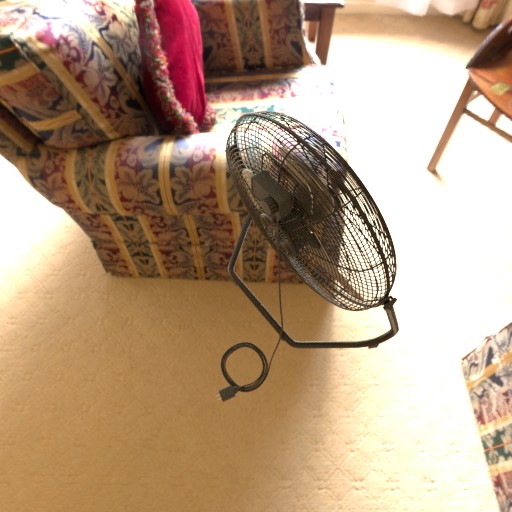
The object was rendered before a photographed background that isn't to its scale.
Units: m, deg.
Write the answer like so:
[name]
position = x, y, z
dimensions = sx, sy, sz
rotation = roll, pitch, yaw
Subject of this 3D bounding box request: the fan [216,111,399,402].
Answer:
[fan]
position = 0.000, 0.000, 0.930
dimensions = 0.424, 0.546, 0.555
rotation = -33, 64, -19
